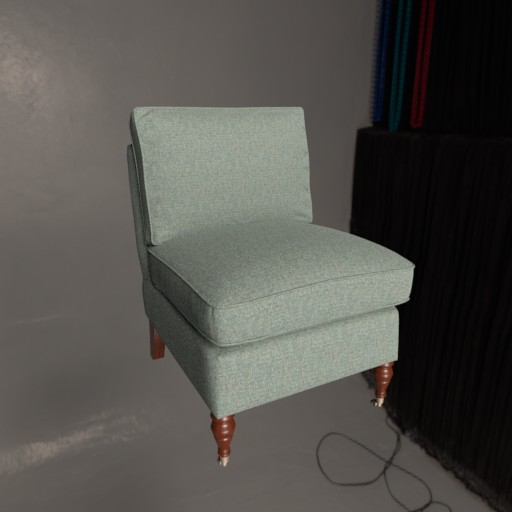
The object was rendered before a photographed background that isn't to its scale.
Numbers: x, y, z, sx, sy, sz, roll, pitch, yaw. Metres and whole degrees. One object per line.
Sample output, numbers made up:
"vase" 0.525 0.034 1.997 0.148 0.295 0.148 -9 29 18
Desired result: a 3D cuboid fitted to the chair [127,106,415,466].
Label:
"chair" 0.000 0.000 1.406 0.624 0.901 0.796 -9 20 -26
